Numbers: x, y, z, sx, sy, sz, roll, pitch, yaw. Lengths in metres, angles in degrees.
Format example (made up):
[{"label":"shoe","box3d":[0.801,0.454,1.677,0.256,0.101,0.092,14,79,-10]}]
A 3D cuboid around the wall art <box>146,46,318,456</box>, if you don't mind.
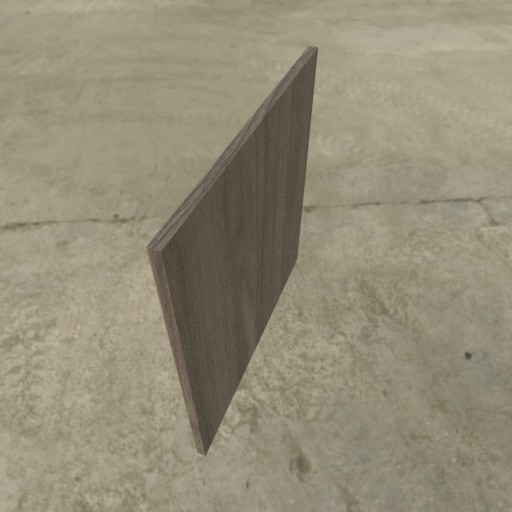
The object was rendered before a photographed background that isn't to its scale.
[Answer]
[{"label":"wall art","box3d":[0.000,0.000,0.752,0.016,0.507,0.508,16,48,15]}]
